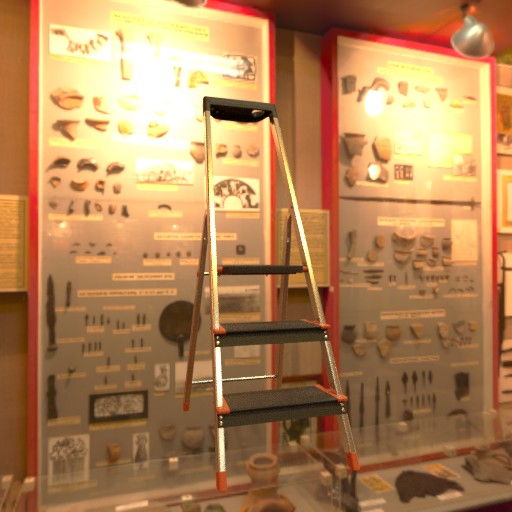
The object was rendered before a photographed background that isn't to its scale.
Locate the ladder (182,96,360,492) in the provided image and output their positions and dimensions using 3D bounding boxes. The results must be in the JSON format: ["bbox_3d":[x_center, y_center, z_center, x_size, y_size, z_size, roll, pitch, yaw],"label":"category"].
[{"bbox_3d":[0.000,0.000,1.538,0.416,1.229,0.686,0,-1,-17],"label":"ladder"}]
